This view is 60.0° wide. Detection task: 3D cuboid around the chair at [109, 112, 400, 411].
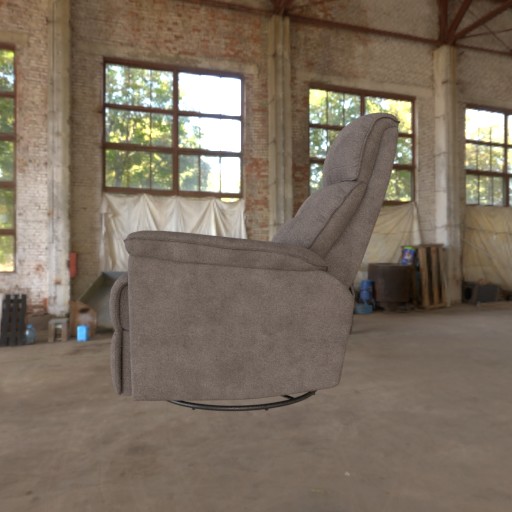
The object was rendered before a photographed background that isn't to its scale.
[{"bbox_3d":[0.000,0.000,1.784,1.009,1.036,0.830,0,0,2],"label":"chair"}]
